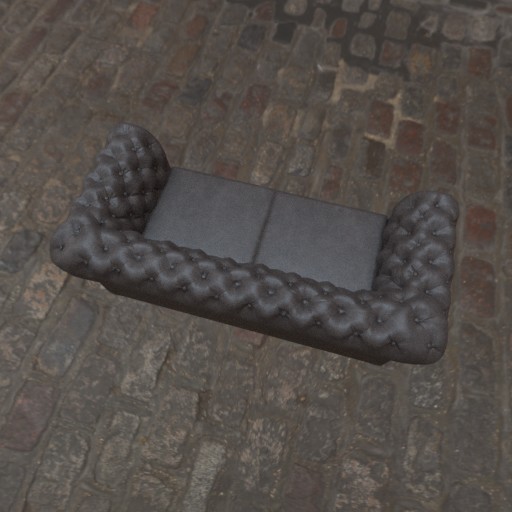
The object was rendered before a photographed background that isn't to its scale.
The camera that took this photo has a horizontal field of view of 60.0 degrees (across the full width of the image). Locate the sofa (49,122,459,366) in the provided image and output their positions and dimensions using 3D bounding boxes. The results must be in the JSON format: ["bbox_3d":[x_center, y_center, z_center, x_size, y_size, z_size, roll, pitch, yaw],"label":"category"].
[{"bbox_3d":[0.000,0.000,2.575,2.048,0.779,0.944,14,64,7],"label":"sofa"}]
